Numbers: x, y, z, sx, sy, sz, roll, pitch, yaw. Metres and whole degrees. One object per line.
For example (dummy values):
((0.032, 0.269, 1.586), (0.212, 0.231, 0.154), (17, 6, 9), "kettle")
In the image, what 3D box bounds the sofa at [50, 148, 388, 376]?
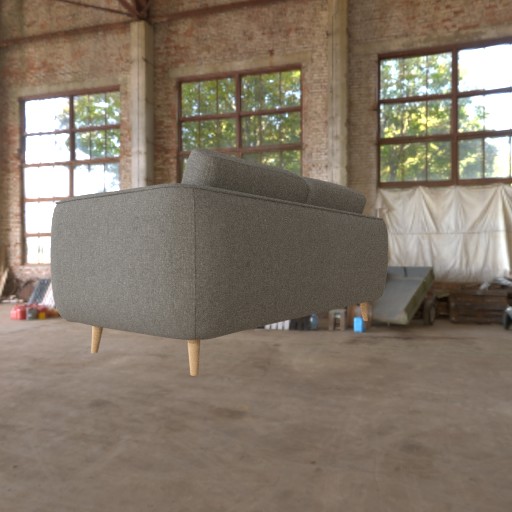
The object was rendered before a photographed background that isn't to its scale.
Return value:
((0.000, 0.000, 2.478), (0.920, 0.870, 2.000), (0, 0, 36), "sofa")
